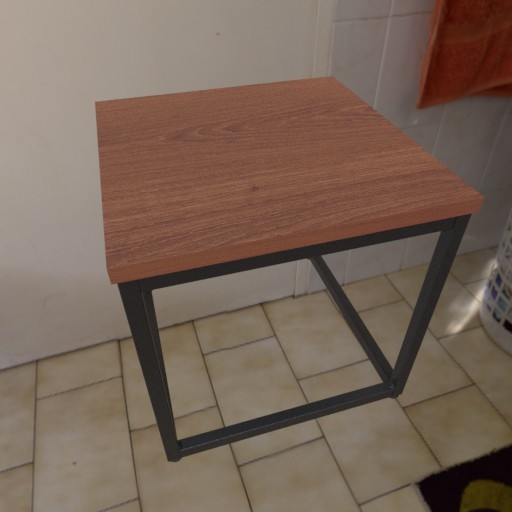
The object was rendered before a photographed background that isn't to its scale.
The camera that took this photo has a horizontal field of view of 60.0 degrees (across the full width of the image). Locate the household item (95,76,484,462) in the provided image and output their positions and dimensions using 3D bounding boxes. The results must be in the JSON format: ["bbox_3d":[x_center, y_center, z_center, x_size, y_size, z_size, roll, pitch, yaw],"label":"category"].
[{"bbox_3d":[0.000,0.000,0.715,0.400,0.400,0.400,-11,42,-13],"label":"household item"}]
